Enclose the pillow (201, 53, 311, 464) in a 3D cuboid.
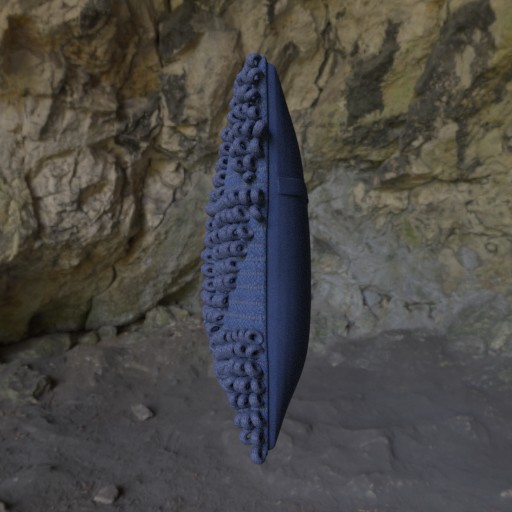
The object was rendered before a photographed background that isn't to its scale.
[{"bbox_3d":[0.000,0.000,0.718,0.172,0.466,0.469,0,1,0],"label":"pillow"}]
